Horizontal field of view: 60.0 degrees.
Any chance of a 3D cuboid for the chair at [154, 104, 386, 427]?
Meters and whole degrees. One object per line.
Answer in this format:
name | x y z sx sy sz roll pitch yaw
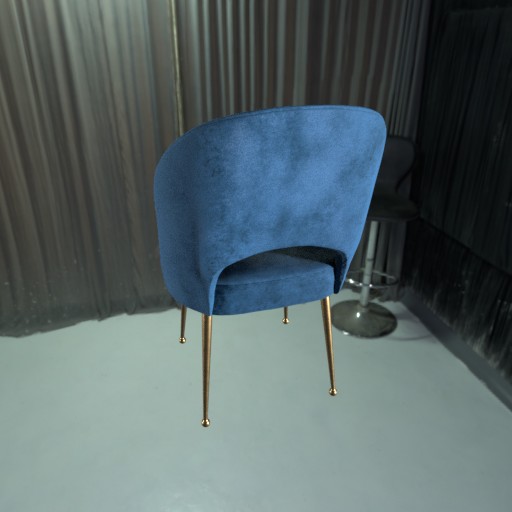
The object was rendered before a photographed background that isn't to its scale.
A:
chair | 0.000 0.000 1.219 0.527 0.860 0.577 -8 27 -16
